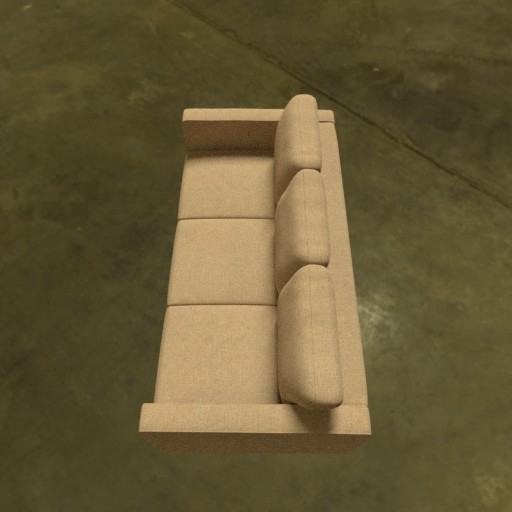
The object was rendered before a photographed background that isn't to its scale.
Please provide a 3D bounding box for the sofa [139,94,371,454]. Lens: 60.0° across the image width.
[{"bbox_3d":[0.000,0.000,2.356,0.930,0.800,1.855,1,58,0],"label":"sofa"}]
